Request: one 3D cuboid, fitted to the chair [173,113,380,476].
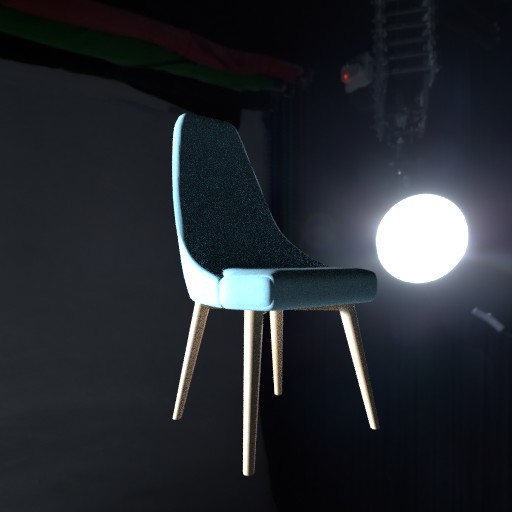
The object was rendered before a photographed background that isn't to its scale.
[{"bbox_3d":[0.000,0.000,1.416,0.510,1.040,0.660,0,0,-37],"label":"chair"}]
